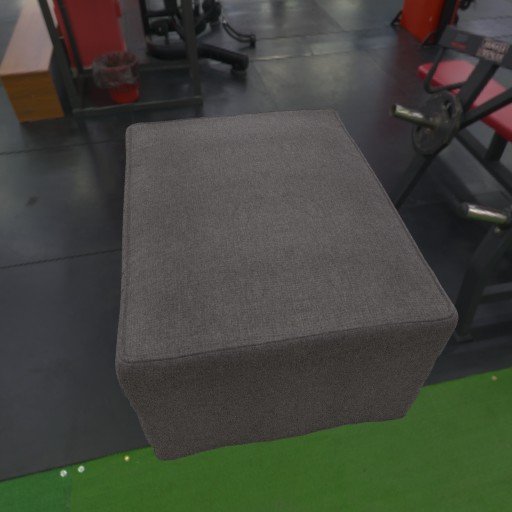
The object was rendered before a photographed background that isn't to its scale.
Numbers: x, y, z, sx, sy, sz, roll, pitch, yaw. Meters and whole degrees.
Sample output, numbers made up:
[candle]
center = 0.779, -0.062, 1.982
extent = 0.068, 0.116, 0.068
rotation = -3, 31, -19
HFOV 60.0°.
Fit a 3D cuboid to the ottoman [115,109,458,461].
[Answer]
[ottoman]
center = 0.000, 0.000, 1.201
extent = 0.652, 0.492, 0.833
rotation = -7, 47, -7
